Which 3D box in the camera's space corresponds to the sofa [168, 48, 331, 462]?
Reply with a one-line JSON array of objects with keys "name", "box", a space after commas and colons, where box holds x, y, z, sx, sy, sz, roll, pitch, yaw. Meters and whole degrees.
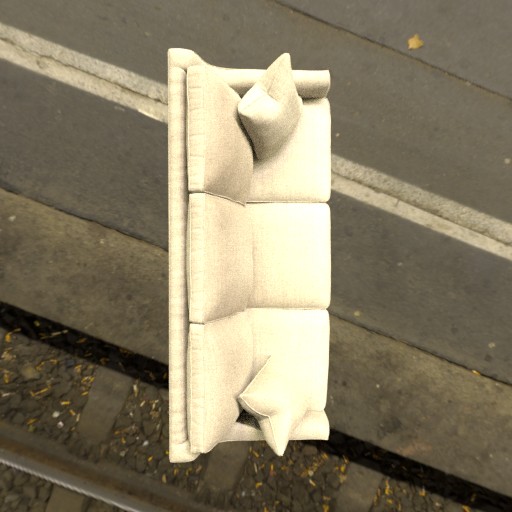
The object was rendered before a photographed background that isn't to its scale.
[{"name": "sofa", "box": [0.000, 0.000, 2.498, 0.865, 0.914, 2.031, 0, 91, -1]}]
